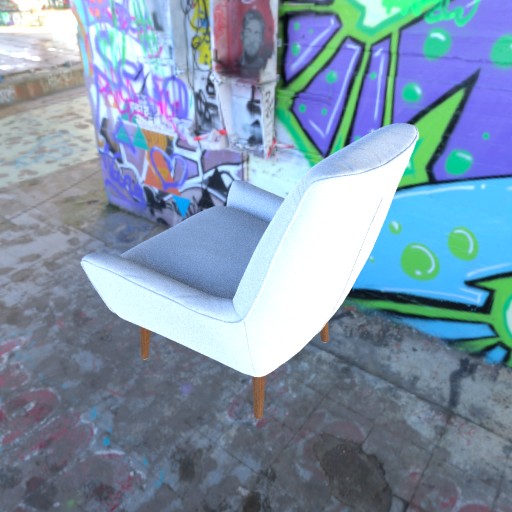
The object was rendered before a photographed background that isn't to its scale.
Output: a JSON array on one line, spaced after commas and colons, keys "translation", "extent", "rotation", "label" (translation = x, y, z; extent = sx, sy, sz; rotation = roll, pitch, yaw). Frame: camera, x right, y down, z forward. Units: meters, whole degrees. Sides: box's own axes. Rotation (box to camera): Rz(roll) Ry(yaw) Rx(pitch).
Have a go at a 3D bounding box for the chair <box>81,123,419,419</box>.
[{"translation": [0.000, 0.000, 1.449], "extent": [0.822, 0.888, 0.787], "rotation": [22, 38, 30], "label": "chair"}]
